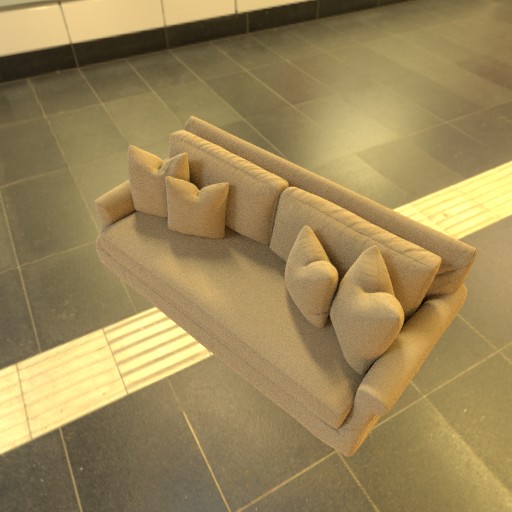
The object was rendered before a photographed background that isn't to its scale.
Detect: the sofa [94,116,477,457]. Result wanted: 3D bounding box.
[{"bbox_3d":[0.000,0.000,2.778,2.285,0.904,1.067,32,53,27],"label":"sofa"}]
